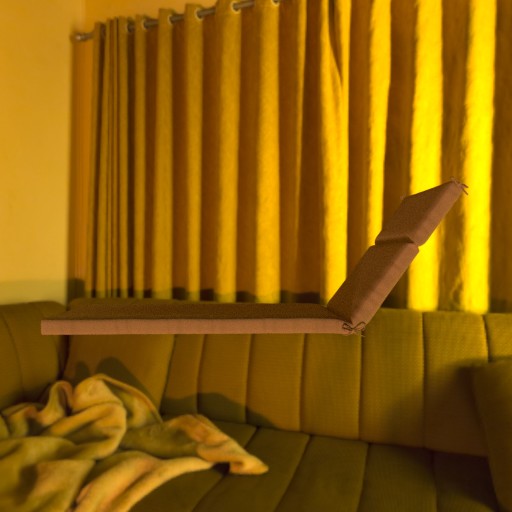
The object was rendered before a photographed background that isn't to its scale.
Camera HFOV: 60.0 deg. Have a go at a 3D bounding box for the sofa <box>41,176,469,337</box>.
[{"bbox_3d":[0.000,0.000,1.961,1.663,0.622,0.582,0,0,-2],"label":"sofa"}]
